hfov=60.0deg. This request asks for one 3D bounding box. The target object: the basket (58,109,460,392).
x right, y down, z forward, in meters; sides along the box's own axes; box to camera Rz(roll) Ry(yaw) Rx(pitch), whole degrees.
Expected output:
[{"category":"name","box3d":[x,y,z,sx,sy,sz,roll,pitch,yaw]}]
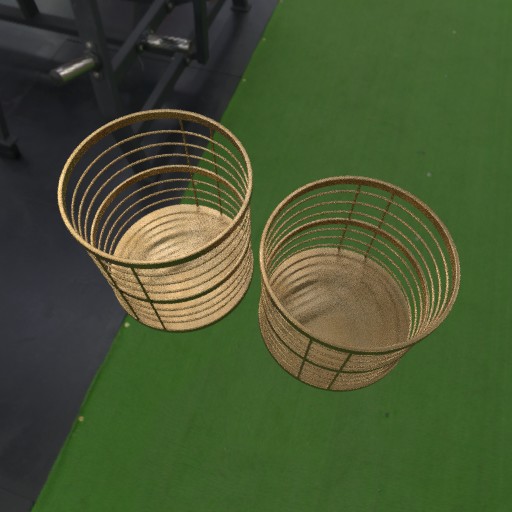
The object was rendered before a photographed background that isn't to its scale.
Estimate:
[{"category":"basket","box3d":[0.000,0.000,0.936,0.746,0.351,0.356,18,63,9]}]
